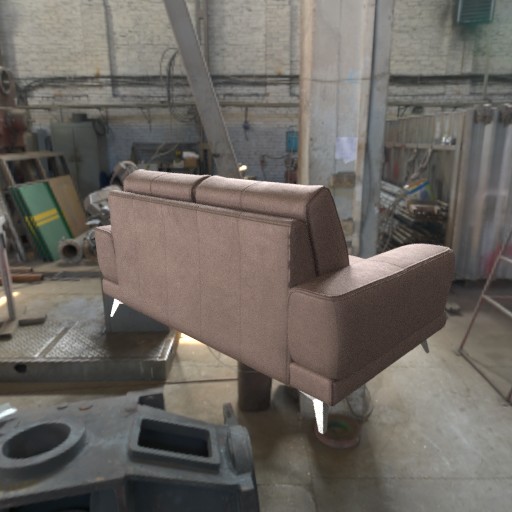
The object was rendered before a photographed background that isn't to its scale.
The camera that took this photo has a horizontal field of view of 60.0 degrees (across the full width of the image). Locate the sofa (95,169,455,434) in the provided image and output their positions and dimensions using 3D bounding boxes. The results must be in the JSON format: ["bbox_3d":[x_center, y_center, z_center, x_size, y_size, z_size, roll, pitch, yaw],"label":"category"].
[{"bbox_3d":[0.000,0.000,2.430,1.806,0.907,1.018,14,21,43],"label":"sofa"}]
